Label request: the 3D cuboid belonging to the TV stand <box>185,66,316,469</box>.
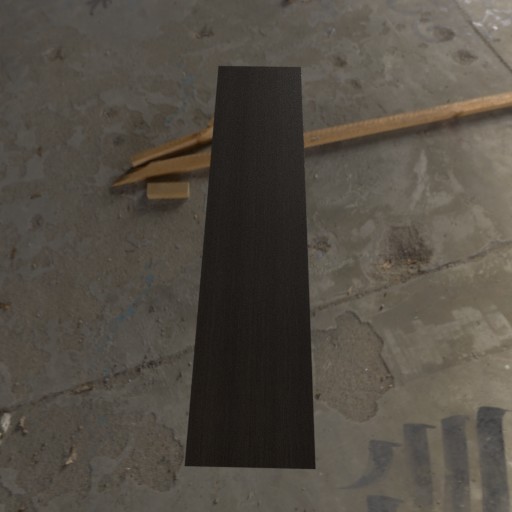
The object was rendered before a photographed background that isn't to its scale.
[{"bbox_3d":[0.000,0.000,2.045,0.406,0.610,1.778,1,63,1],"label":"TV stand"}]
